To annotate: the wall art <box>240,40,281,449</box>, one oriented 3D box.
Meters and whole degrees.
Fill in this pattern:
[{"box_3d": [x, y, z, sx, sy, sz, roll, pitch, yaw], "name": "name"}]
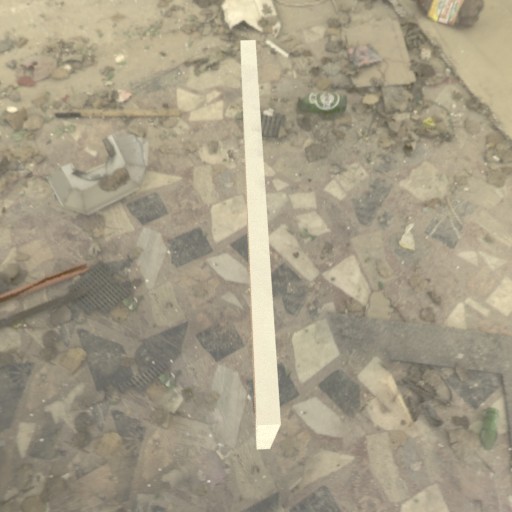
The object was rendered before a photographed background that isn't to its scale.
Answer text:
[{"box_3d": [0.000, 0.000, 1.187, 0.038, 0.610, 0.915, -2, 63, -1], "name": "wall art"}]
